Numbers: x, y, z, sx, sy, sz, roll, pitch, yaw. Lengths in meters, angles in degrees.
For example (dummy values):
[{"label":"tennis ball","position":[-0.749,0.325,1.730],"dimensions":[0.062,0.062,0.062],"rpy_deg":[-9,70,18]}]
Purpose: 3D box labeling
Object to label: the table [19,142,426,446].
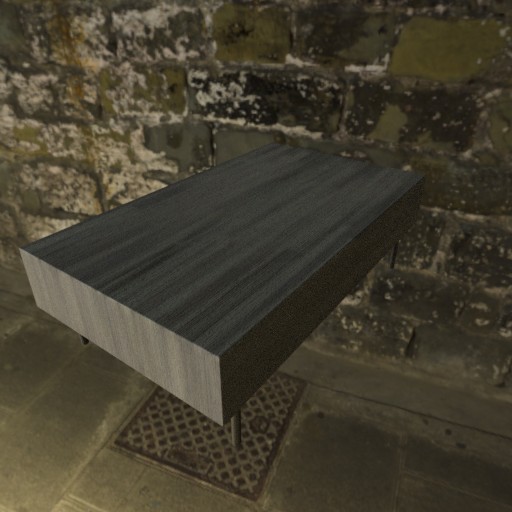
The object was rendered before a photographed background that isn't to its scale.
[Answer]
[{"label":"table","position":[0.000,0.000,1.383],"dimensions":[0.643,0.347,1.088],"rpy_deg":[21,37,30]}]
